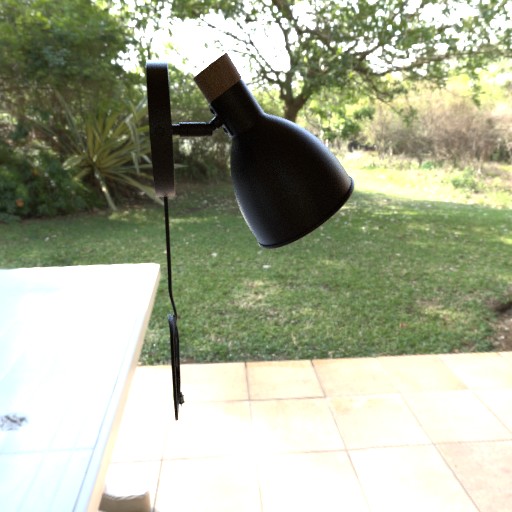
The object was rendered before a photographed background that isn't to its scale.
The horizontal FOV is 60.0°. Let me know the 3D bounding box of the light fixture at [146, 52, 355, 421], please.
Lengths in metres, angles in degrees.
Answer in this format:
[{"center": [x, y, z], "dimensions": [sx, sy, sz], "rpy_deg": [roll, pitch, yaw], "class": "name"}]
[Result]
[{"center": [0.000, 0.000, 0.477], "dimensions": [0.203, 0.401, 0.127], "rpy_deg": [-3, 16, -10], "class": "light fixture"}]
